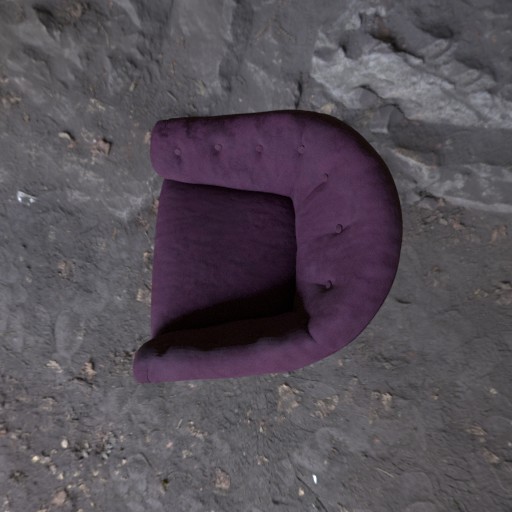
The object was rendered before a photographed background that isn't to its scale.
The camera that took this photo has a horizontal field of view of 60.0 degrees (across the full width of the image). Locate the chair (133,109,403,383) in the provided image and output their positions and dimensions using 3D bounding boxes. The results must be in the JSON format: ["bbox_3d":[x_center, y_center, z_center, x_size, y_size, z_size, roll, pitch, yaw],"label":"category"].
[{"bbox_3d":[0.000,0.000,1.542,0.776,0.885,0.851,1,75,0],"label":"chair"}]
